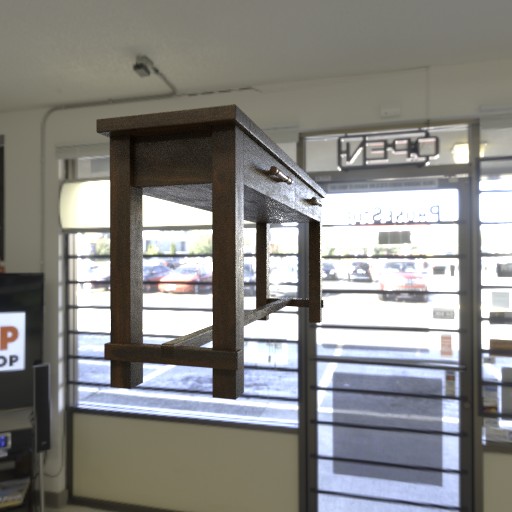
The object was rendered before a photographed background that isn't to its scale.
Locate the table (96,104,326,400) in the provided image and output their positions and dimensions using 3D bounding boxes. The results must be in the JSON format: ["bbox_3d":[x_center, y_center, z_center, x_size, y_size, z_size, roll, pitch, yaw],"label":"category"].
[{"bbox_3d":[0.000,0.000,1.932,0.442,0.762,1.599,0,0,17],"label":"table"}]
